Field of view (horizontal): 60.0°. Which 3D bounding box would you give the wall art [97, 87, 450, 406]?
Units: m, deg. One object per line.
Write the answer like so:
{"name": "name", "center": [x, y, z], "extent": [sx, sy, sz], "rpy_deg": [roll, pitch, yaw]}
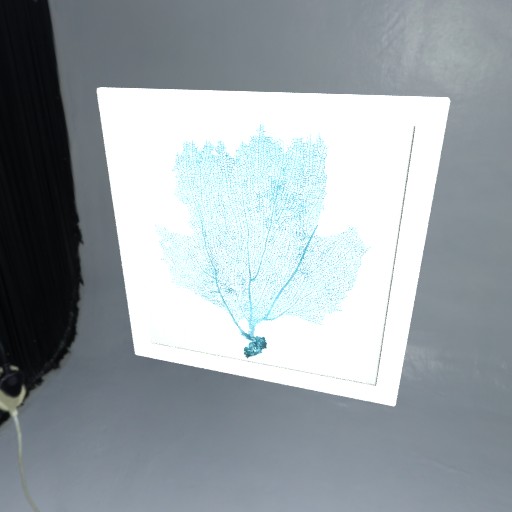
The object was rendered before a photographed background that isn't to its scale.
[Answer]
{"name": "wall art", "center": [0.000, 0.000, 0.840], "extent": [0.584, 0.584, 0.013], "rpy_deg": [7, 27, 15]}
